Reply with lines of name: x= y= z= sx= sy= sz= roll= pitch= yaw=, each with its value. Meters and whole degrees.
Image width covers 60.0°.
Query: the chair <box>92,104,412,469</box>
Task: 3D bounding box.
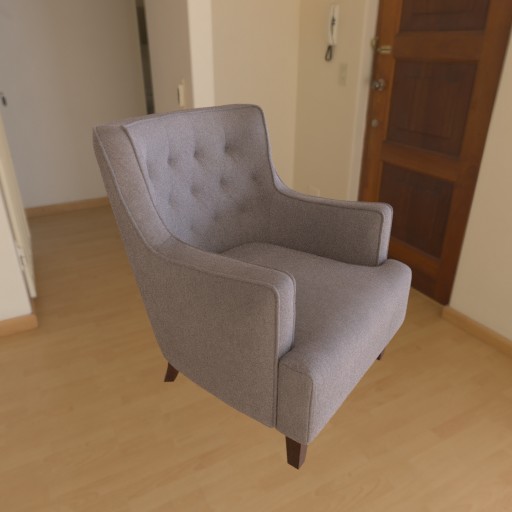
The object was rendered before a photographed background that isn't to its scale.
chair: x=0.000 y=0.000 z=1.553 sx=0.910 sy=0.919 sz=0.781 roll=18 pitch=31 yaw=32
